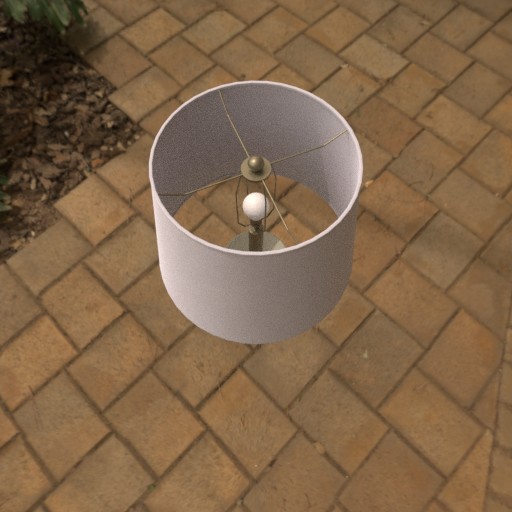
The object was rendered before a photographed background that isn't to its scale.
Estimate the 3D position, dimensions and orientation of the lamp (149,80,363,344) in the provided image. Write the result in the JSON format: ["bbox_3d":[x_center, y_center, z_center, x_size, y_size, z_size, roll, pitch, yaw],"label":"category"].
[{"bbox_3d":[0.000,0.000,0.570,0.239,0.399,0.239,0,65,0],"label":"lamp"}]
